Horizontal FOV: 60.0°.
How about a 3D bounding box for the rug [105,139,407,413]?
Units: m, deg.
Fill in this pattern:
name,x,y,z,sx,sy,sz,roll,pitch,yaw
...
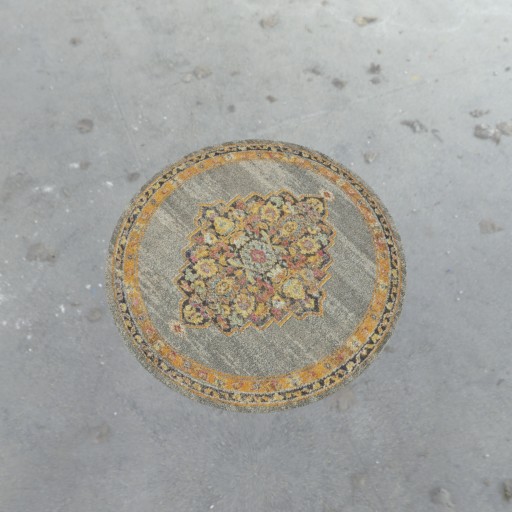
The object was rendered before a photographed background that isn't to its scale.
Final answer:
name,x,y,z,sx,sy,sz,roll,pitch,yaw
rug,0.000,0.000,3.533,2.382,0.014,2.382,0,64,0
